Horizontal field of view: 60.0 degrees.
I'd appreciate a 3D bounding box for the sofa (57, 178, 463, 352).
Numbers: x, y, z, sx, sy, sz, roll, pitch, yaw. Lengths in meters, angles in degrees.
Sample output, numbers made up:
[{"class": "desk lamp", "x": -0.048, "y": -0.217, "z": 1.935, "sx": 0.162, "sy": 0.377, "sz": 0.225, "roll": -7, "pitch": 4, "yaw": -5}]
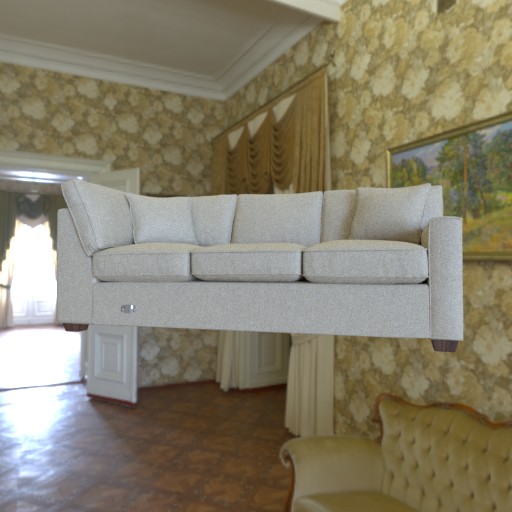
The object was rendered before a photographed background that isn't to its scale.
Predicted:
[{"class": "sofa", "x": 0.000, "y": 0.000, "z": 2.857, "sx": 2.323, "sy": 0.948, "sz": 1.053, "roll": -1, "pitch": -2, "yaw": 17}]
